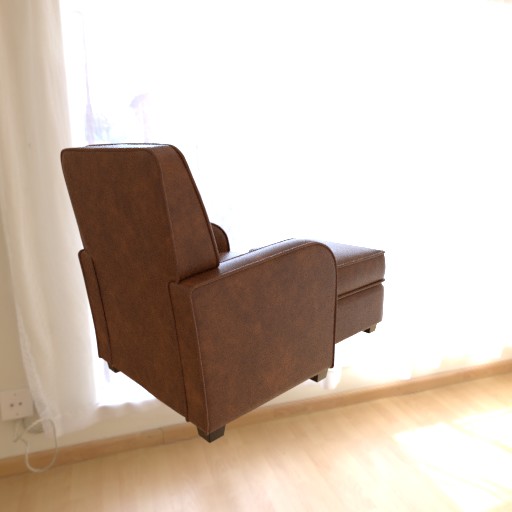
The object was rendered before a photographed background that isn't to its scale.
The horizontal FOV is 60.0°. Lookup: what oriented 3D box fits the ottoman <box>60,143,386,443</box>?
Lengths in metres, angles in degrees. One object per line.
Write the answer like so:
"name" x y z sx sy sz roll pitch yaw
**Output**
"ottoman" 0.000 0.000 1.855 1.314 0.904 0.732 -13 18 -43
